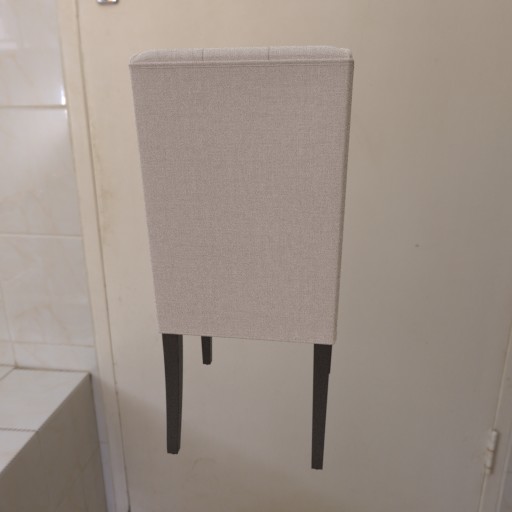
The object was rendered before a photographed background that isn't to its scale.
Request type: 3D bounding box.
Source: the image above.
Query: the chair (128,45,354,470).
[{"bbox_3d":[0.000,0.000,1.203,0.474,0.961,0.523,2,17,8],"label":"chair"}]
